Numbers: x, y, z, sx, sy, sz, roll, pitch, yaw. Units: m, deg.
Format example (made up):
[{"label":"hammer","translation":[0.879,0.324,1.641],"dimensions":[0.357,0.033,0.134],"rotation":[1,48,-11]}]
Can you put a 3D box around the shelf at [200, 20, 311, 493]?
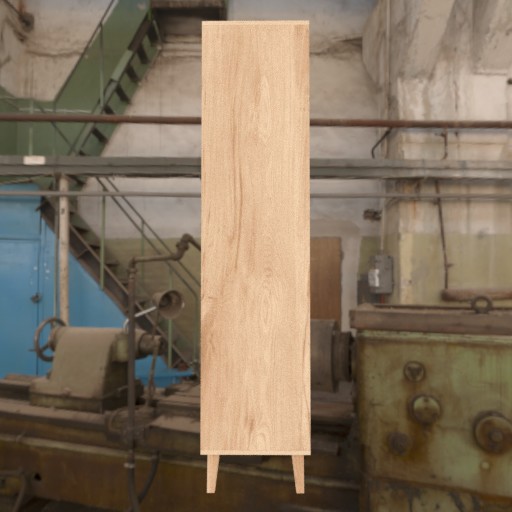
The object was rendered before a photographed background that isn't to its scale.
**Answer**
[{"label":"shelf","translation":[0.000,0.000,2.087],"dimensions":[0.450,1.960,0.510],"rotation":[0,-2,1]}]
